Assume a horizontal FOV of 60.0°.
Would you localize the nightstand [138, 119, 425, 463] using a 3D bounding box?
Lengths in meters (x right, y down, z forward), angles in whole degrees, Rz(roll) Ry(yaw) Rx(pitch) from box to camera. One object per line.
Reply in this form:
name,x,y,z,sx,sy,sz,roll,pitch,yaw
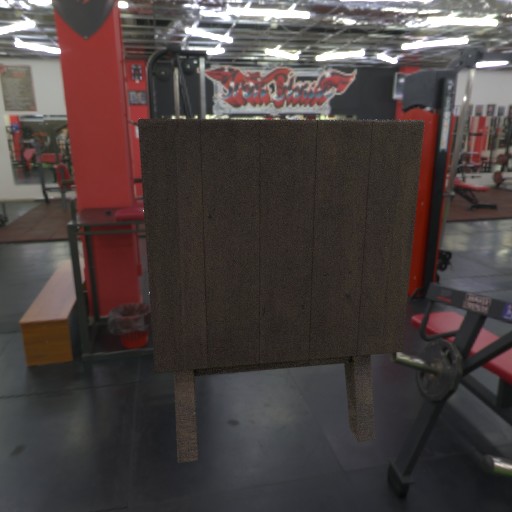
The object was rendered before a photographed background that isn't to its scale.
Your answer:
nightstand,0.000,0.000,1.048,0.450,0.599,0.650,-3,16,-9
